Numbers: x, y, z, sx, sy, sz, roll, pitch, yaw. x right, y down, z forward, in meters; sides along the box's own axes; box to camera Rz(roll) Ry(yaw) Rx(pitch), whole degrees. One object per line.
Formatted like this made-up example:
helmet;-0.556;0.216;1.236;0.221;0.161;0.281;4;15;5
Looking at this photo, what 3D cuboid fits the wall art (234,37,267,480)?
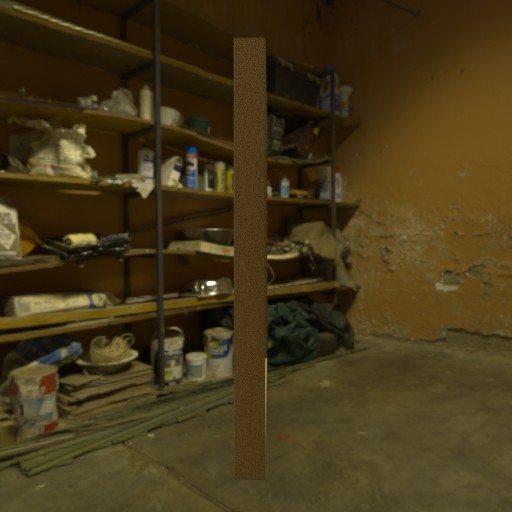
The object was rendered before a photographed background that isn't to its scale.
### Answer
wall art;0.000;0.000;0.764;0.036;0.509;0.509;0;1;2
